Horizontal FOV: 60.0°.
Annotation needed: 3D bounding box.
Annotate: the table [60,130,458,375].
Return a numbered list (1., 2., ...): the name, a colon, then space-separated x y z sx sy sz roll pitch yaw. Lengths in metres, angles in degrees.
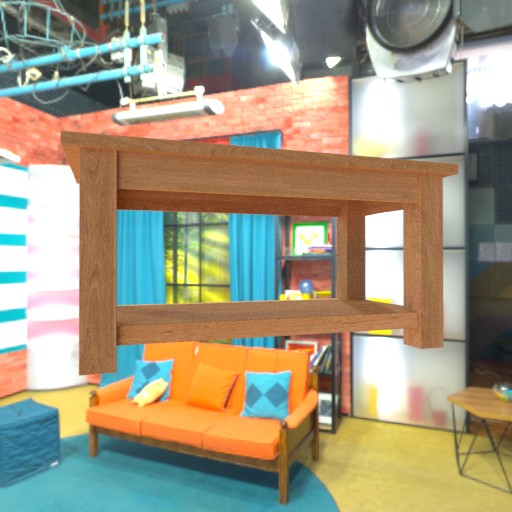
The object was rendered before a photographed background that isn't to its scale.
1. table: 0.000 0.000 1.159 0.899 0.452 0.450 0 0 -18
